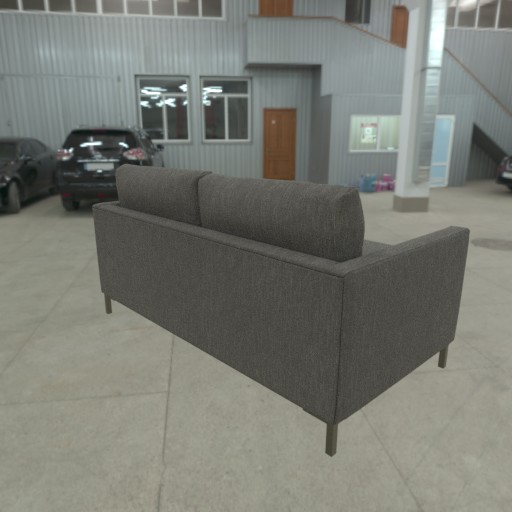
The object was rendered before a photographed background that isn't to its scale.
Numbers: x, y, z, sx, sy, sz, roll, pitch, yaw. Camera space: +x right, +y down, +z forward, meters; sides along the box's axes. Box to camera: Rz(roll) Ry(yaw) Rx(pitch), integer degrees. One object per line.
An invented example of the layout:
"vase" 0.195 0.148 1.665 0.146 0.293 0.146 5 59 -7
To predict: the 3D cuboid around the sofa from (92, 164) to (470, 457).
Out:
"sofa" 0.000 0.000 2.139 0.875 0.840 1.682 -14 21 -41
